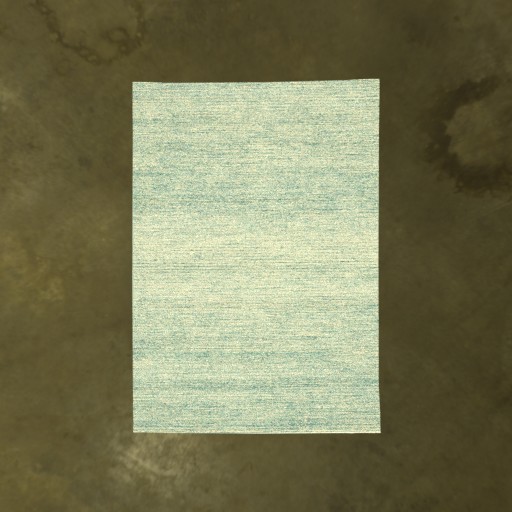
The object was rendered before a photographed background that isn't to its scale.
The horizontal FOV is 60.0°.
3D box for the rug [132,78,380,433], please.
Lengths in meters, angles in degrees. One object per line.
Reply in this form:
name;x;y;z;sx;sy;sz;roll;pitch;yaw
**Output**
rug;0.000;0.000;2.881;1.613;0.030;2.306;0;90;0
